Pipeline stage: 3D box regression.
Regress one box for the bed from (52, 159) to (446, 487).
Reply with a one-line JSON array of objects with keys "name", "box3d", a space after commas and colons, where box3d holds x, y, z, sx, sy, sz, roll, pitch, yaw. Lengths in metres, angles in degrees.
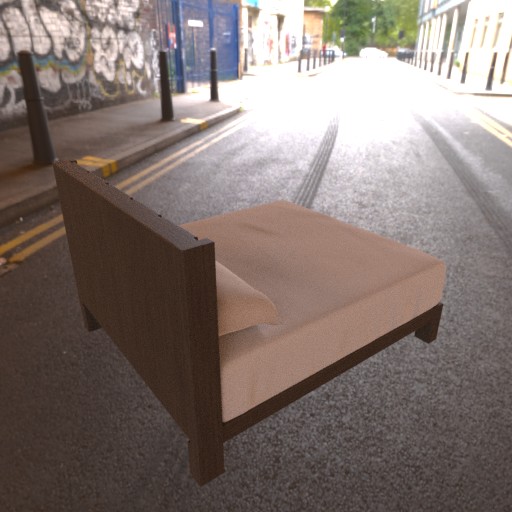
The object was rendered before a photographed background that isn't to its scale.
[{"name": "bed", "box3d": [0.000, 0.000, 3.047, 1.992, 1.261, 1.735, -18, 31, -33]}]
